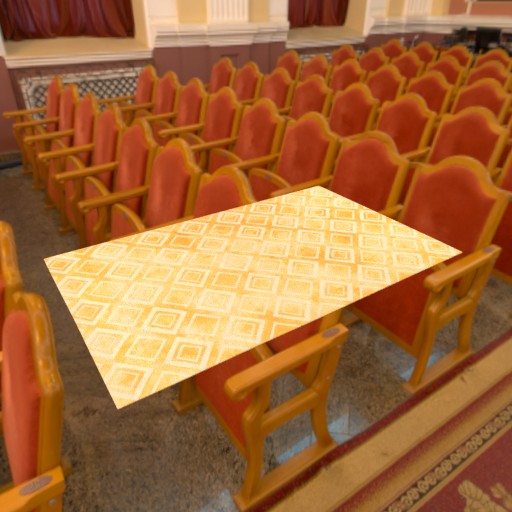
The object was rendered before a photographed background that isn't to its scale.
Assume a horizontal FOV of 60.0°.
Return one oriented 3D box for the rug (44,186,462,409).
[{"bbox_3d":[0.000,0.000,3.010,2.424,0.010,1.511,-19,35,-29],"label":"rug"}]
